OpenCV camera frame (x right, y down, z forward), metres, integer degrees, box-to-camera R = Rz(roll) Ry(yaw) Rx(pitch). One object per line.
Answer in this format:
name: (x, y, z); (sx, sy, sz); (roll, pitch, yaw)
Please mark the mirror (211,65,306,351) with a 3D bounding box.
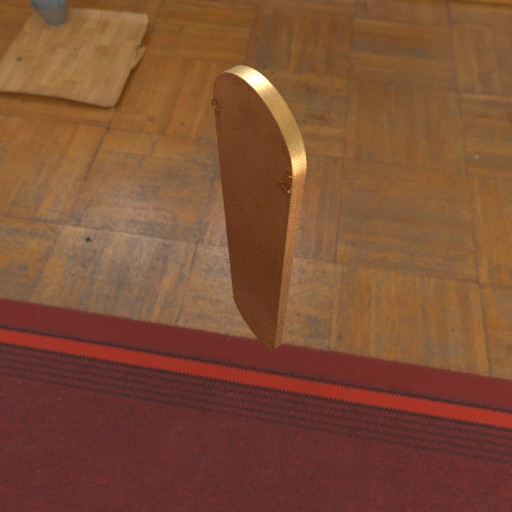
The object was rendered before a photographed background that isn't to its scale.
mirror: (0.000, 0.000, 1.066); (0.032, 0.991, 0.222); (-32, 64, -17)
